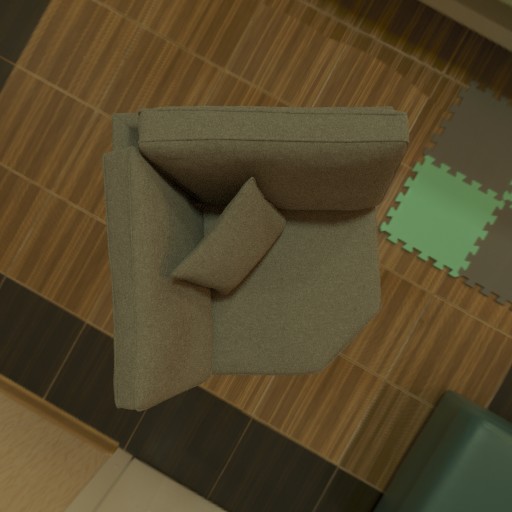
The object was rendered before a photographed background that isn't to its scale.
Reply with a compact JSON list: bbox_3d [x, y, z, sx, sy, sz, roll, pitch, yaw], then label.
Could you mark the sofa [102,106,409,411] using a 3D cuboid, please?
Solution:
[{"bbox_3d":[0.000,0.000,1.881,1.042,0.951,1.050,0,89,2],"label":"sofa"}]
